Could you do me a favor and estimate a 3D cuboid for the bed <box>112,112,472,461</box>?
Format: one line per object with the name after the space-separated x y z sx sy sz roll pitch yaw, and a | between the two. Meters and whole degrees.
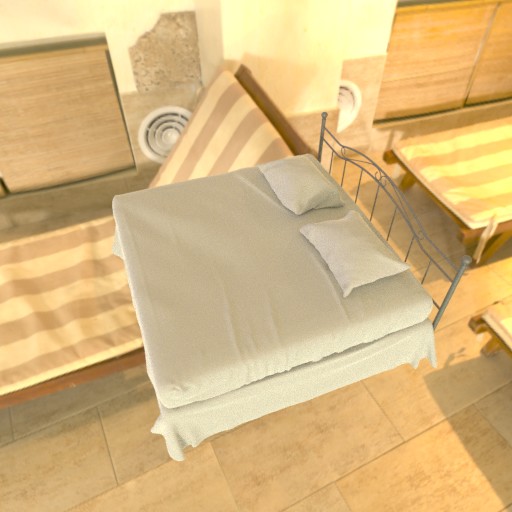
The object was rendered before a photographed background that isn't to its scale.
0.000 0.000 3.541 2.220 1.080 2.309 -15 48 -14 | bed
